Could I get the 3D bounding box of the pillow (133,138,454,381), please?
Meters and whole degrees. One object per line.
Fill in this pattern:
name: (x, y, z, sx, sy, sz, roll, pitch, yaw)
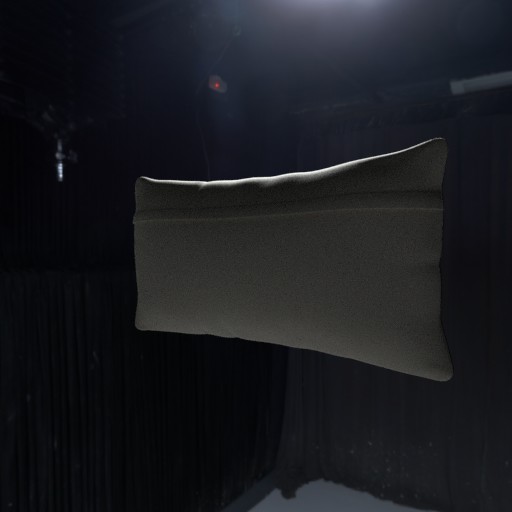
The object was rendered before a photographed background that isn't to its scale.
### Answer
pillow: (0.000, 0.000, 0.722, 0.604, 0.307, 0.148, 1, 2, 36)
